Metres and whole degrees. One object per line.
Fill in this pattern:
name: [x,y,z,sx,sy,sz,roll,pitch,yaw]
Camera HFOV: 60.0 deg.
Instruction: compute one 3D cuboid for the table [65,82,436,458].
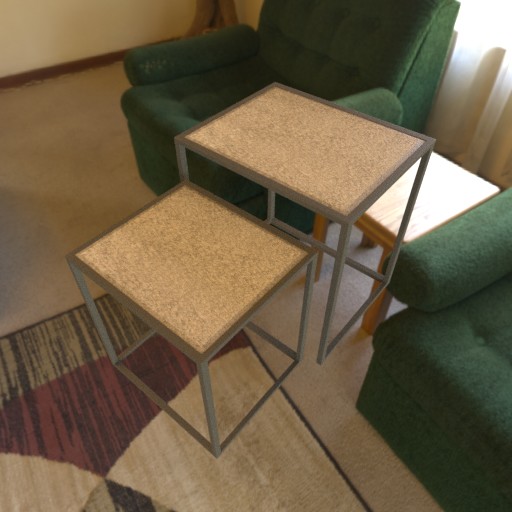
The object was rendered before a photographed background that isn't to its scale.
table: [0.000,0.000,1.194,0.508,0.540,0.788,31,53,27]
